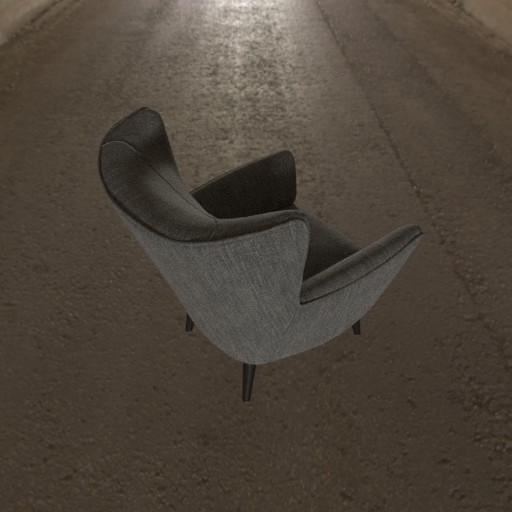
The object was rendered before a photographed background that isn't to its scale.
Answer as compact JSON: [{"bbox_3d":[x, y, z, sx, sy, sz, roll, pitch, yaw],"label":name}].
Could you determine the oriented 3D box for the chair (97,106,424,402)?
[{"bbox_3d":[0.000,0.000,1.590,0.888,0.933,0.781,-26,47,-27],"label":"chair"}]
